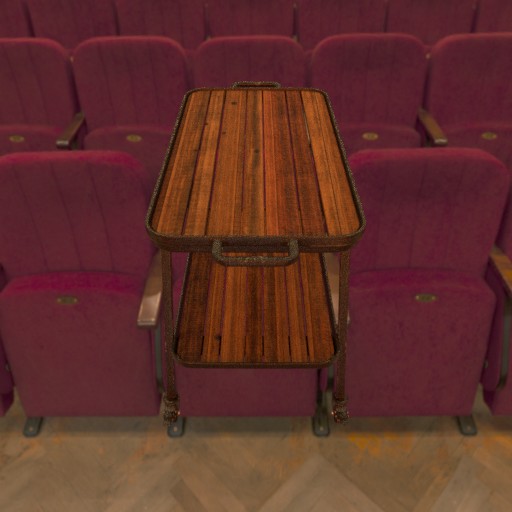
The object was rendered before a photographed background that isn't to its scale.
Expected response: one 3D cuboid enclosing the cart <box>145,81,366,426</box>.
[{"bbox_3d":[0.000,0.000,1.265,0.515,0.700,0.806,0,42,0],"label":"cart"}]
